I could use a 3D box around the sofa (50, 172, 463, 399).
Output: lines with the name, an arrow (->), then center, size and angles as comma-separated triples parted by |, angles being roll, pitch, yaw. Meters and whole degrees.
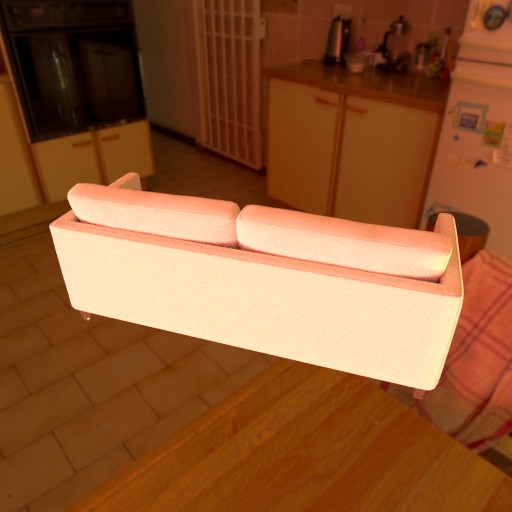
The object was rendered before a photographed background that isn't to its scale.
sofa -> 0.000, 0.000, 2.882 | 2.361, 0.962, 0.951 | 10, 33, 15
